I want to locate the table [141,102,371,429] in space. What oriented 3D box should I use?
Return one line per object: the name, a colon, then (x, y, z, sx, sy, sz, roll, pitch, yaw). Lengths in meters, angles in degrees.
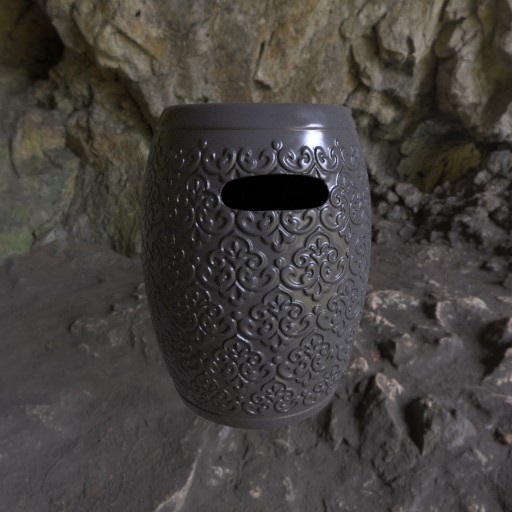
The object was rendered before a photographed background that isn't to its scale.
table: (0.000, 0.000, 0.620, 0.309, 0.397, 0.309, 0, 16, 0)
